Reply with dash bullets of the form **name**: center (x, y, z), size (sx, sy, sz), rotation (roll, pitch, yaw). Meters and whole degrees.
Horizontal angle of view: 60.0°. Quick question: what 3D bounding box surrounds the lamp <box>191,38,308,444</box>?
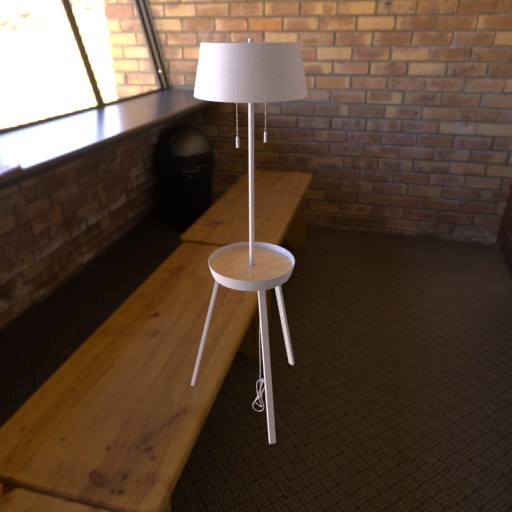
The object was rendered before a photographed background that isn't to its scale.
- **lamp**: center (0.000, 0.000, 1.623), size (0.508, 1.429, 0.468), rotation (-8, 28, -16)
